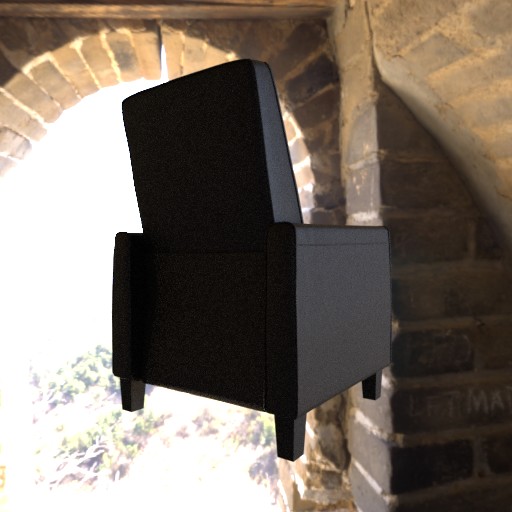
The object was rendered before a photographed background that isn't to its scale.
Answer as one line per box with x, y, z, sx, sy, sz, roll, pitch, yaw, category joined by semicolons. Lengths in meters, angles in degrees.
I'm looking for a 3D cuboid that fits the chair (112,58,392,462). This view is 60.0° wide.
0.000;0.000;1.521;0.705;1.013;0.746;0;-1;35;chair
